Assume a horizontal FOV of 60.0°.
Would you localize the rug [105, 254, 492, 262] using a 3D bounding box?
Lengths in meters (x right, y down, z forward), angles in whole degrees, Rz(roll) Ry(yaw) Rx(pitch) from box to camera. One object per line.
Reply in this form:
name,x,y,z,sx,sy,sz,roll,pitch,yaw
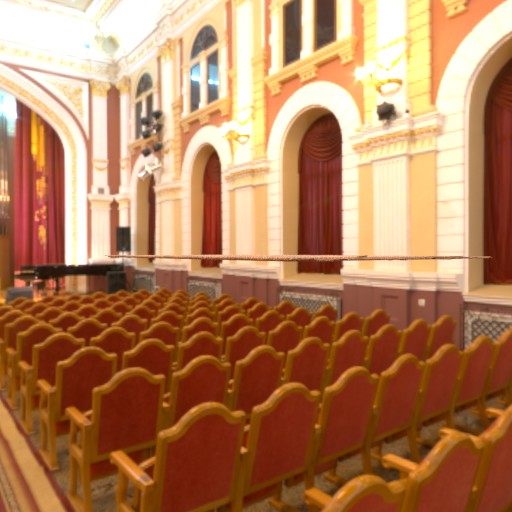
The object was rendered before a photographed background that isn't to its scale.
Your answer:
rug,0.000,0.000,2.038,0.905,0.017,1.718,0,1,-36
